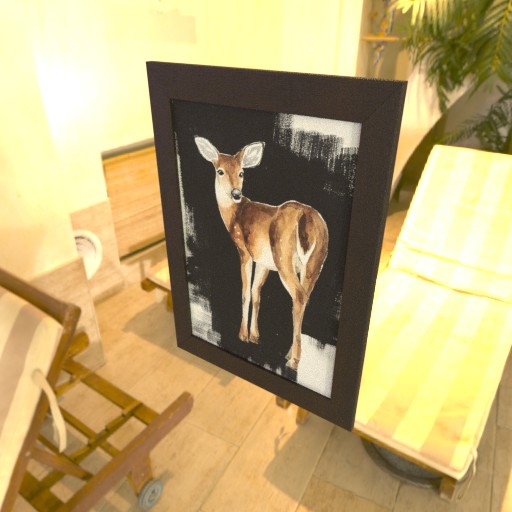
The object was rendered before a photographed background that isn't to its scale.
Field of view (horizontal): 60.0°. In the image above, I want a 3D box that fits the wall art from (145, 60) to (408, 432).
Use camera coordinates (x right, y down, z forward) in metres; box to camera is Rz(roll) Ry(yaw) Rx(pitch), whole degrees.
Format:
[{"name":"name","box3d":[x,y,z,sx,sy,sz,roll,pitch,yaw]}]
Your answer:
[{"name":"wall art","box3d":[0.000,0.000,0.651,0.359,0.508,0.013,18,34,29]}]
